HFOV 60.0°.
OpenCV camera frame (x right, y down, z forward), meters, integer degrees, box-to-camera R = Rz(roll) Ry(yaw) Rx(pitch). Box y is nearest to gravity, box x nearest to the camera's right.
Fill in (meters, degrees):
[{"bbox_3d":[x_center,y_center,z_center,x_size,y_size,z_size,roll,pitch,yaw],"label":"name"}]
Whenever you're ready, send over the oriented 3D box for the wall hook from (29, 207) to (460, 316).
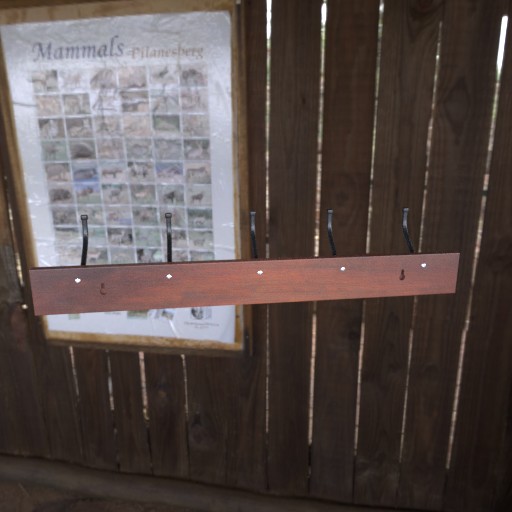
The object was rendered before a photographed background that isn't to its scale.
[{"bbox_3d":[0.000,0.000,0.617,0.571,0.117,0.071,-2,14,-9],"label":"wall hook"}]
